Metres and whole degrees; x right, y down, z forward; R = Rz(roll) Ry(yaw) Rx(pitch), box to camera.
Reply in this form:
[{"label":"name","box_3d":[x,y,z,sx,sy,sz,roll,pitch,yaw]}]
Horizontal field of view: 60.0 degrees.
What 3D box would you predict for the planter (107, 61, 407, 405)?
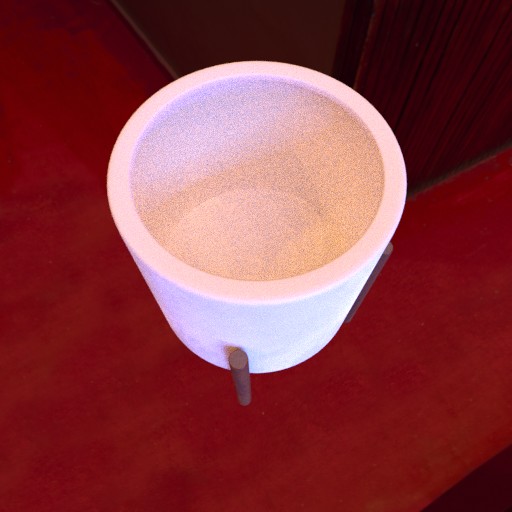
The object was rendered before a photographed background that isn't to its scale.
[{"label":"planter","box_3d":[0.000,0.000,0.882,0.421,0.581,0.420,-32,68,-15]}]
